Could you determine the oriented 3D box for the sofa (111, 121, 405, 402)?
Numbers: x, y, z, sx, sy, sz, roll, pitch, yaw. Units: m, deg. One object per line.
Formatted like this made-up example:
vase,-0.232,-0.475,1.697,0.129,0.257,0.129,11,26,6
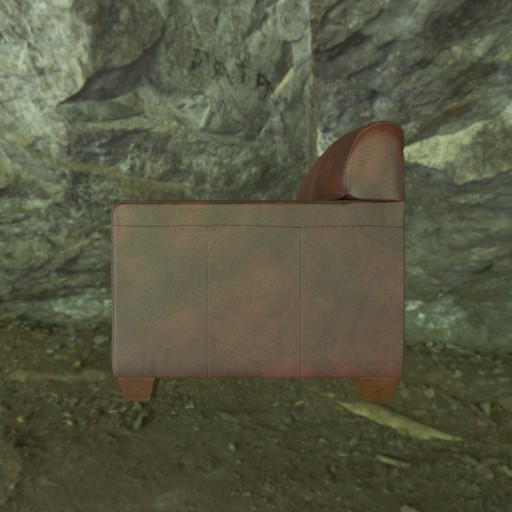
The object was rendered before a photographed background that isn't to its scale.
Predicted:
sofa,0.000,0.000,2.101,1.000,0.956,1.413,0,0,0
